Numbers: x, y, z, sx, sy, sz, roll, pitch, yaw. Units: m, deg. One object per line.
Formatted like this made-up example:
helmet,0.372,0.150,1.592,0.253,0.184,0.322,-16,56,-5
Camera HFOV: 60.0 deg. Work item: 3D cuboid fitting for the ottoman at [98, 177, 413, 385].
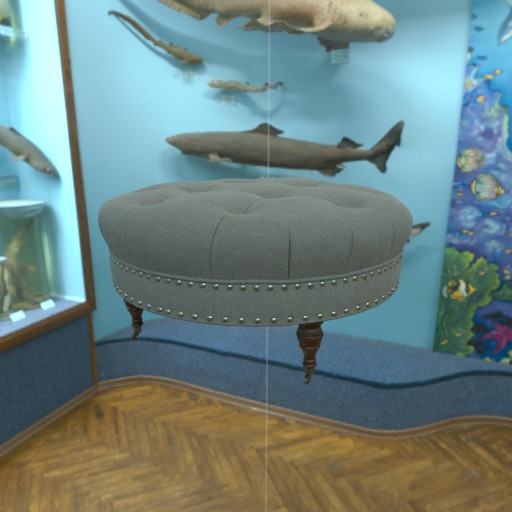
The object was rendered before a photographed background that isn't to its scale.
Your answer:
ottoman,0.000,0.000,1.360,0.901,0.439,0.901,0,15,0
